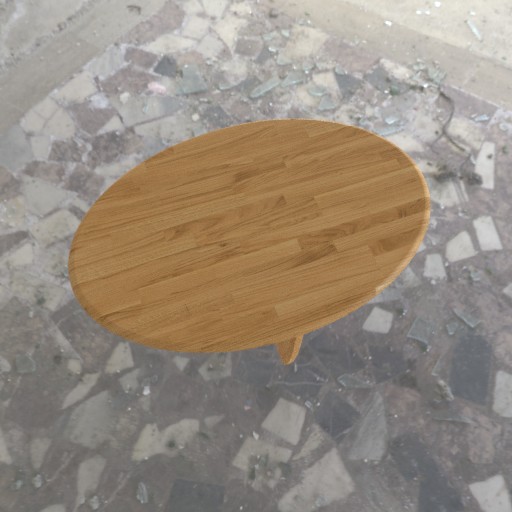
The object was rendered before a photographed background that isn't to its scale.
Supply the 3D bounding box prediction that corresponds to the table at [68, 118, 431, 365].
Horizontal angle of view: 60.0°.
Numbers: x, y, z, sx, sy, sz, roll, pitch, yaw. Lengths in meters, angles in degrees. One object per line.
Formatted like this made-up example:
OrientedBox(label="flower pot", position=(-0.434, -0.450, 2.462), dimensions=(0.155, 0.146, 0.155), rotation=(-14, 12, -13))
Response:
OrientedBox(label="table", position=(0.000, 0.000, 1.443), dimensions=(1.040, 0.490, 0.690), rotation=(-18, 66, -8))
